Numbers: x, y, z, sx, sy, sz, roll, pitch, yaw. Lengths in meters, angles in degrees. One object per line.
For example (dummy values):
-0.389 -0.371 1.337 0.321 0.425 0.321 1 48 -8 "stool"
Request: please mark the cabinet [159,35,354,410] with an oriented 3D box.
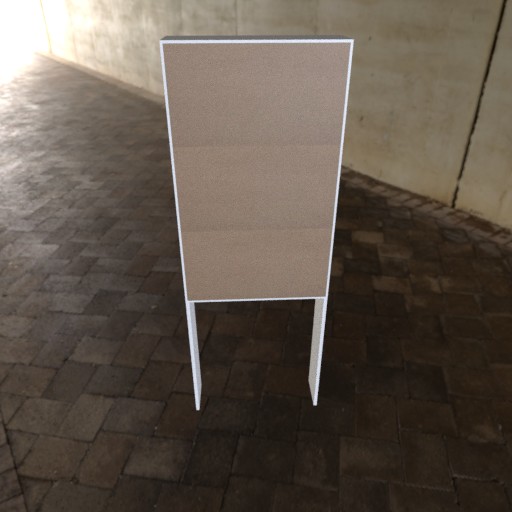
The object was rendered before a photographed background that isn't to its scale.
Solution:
0.000 0.000 1.995 0.643 1.770 0.192 -1 31 -2 "cabinet"
